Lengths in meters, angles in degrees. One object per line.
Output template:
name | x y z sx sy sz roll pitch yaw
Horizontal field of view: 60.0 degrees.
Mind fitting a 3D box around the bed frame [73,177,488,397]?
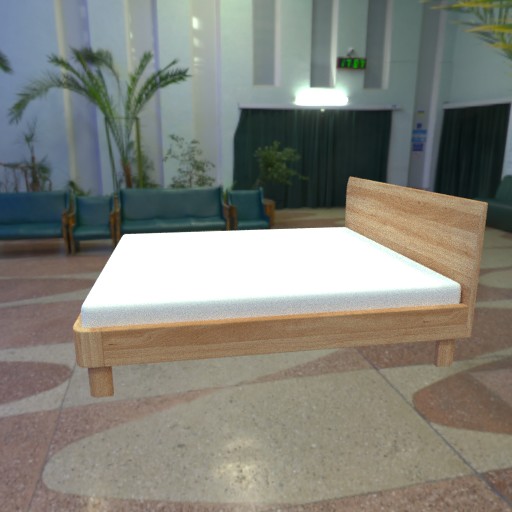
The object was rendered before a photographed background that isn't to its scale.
bed frame | 0.000 0.000 3.107 2.092 0.940 1.872 -2 14 -10
